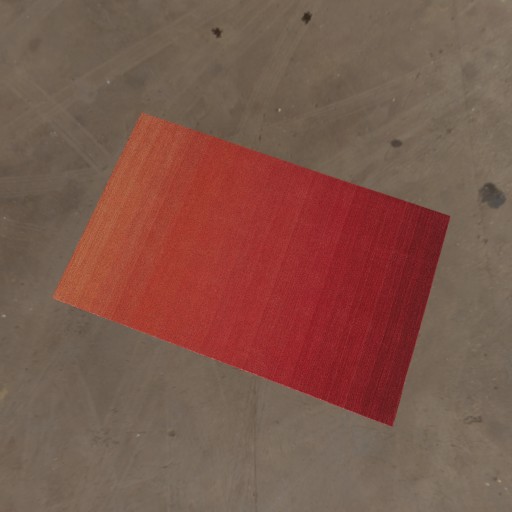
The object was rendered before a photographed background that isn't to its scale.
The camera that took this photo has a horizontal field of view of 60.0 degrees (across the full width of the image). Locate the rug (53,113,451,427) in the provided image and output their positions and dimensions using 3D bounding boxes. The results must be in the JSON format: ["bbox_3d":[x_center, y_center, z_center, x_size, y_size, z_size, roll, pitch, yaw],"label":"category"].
[{"bbox_3d":[0.000,0.000,3.133,2.442,0.010,1.531,20,77,5],"label":"rug"}]
